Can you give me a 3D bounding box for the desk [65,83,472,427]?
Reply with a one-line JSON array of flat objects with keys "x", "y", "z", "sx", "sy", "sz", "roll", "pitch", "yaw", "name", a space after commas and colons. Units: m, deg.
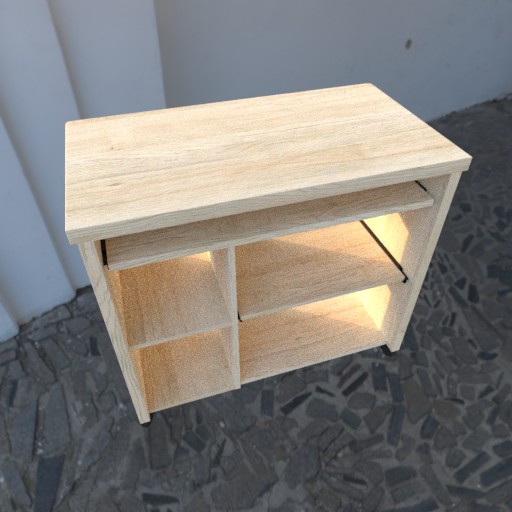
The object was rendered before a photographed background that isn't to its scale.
[{"x": 0.000, "y": 0.000, "z": 1.337, "sx": 0.885, "sy": 0.770, "sz": 0.480, "roll": -12, "pitch": 43, "yaw": -13, "name": "desk"}]
